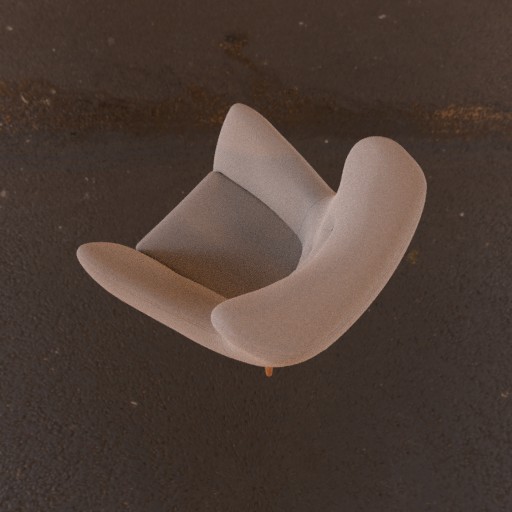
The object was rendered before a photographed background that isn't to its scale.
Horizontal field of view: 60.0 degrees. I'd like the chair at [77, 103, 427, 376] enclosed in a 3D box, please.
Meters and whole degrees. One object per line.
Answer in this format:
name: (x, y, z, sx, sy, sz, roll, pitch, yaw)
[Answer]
chair: (0.000, 0.000, 1.642, 0.889, 0.889, 0.890, 34, 67, 16)
